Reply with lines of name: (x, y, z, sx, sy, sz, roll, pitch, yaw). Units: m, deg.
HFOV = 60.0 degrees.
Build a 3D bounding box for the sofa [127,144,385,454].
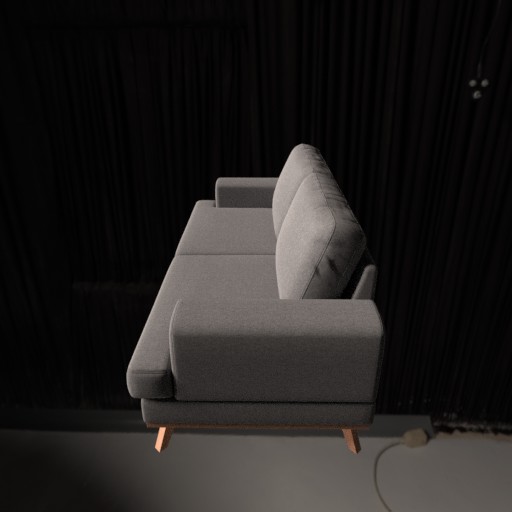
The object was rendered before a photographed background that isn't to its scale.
sofa: (0.000, 0.000, 2.069, 0.785, 0.810, 1.650, 0, 25, 1)
